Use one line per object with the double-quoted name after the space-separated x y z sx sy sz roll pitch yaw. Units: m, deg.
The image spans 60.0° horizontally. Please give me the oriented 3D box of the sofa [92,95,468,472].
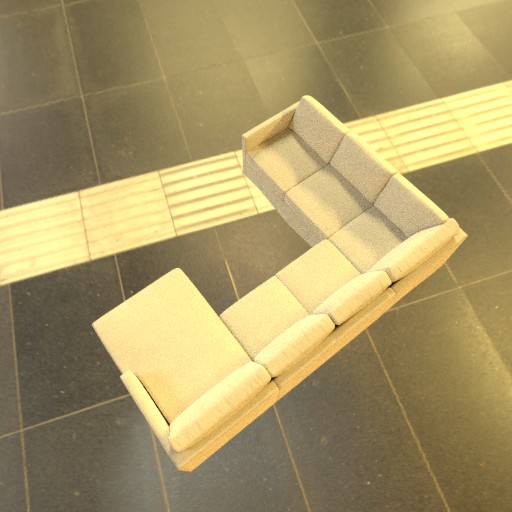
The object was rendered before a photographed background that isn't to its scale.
0.000 0.000 4.560 3.460 0.882 2.427 -35 68 -16 "sofa"
